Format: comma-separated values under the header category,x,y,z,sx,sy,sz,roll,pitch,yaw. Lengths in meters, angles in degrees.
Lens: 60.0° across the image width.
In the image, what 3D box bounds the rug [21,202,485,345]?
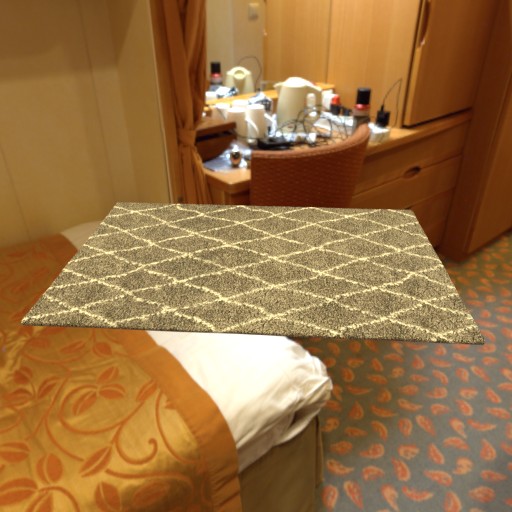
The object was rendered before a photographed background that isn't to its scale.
category,x,y,z,sx,sy,sz,roll,pitch,yaw
rug,0.000,0.000,3.359,2.743,0.030,1.778,2,31,3
